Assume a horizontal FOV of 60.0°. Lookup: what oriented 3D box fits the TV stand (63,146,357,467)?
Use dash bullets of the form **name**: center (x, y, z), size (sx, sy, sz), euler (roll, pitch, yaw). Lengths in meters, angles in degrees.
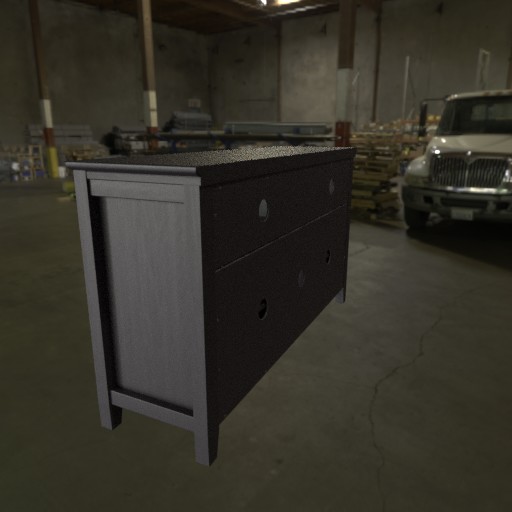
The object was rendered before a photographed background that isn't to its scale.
- **TV stand**: center (0.000, 0.000, 1.492), size (0.347, 0.681, 1.198), euler (8, 17, 25)
